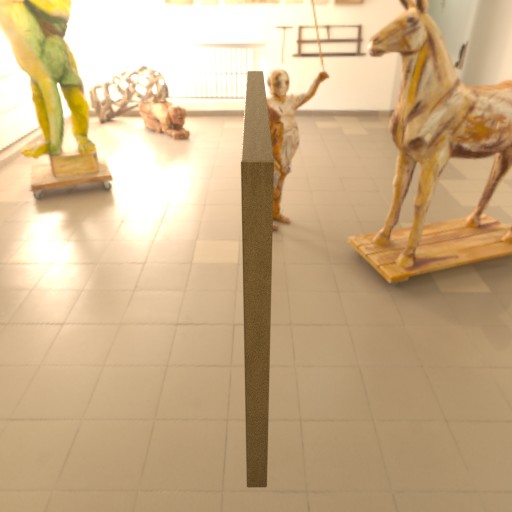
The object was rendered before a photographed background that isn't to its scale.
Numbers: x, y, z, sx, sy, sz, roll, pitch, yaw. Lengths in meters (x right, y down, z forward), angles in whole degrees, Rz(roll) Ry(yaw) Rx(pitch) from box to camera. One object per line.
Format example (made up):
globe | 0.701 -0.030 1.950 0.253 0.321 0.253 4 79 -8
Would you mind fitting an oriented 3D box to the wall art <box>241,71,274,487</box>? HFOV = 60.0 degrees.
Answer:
wall art | 0.000 0.000 0.747 0.030 0.506 0.503 0 31 0
